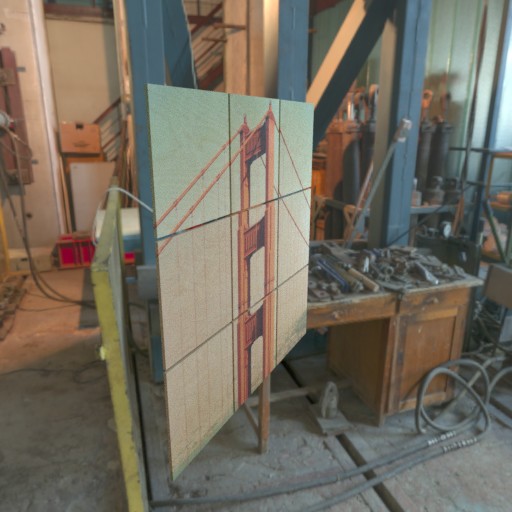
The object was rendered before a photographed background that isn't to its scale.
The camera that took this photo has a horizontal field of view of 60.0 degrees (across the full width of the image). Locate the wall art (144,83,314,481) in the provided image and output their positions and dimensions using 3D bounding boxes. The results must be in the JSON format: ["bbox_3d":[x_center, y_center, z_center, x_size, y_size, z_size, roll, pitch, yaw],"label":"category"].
[{"bbox_3d":[0.000,0.000,2.249,0.013,1.523,1.517,8,18,26],"label":"wall art"}]
